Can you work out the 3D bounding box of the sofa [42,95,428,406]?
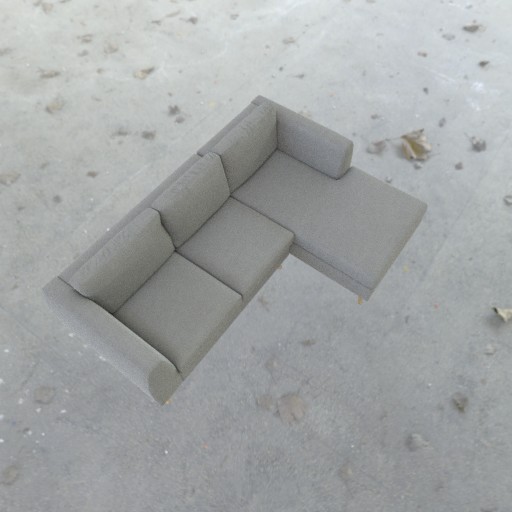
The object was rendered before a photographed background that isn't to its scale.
[{"bbox_3d":[0.000,0.000,3.126,1.580,0.860,2.300,32,64,18],"label":"sofa"}]
